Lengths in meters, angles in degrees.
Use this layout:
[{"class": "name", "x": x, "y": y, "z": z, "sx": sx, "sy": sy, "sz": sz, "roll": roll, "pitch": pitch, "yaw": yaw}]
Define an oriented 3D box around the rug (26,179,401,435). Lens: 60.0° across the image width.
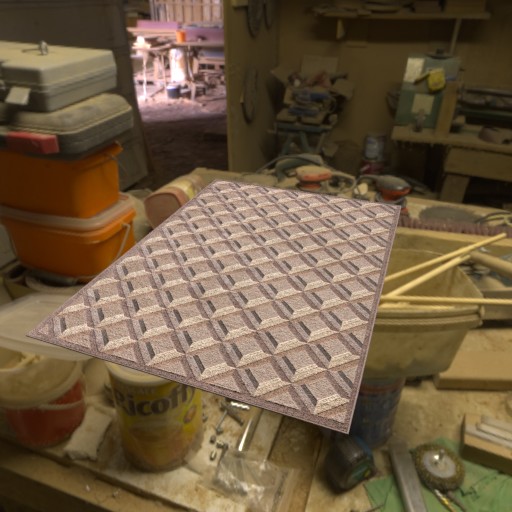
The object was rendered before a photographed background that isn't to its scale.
[{"class": "rug", "x": 0.000, "y": 0.000, "z": 4.208, "sx": 2.382, "sy": 0.018, "sz": 3.294, "roll": 11, "pitch": 33, "yaw": 18}]
